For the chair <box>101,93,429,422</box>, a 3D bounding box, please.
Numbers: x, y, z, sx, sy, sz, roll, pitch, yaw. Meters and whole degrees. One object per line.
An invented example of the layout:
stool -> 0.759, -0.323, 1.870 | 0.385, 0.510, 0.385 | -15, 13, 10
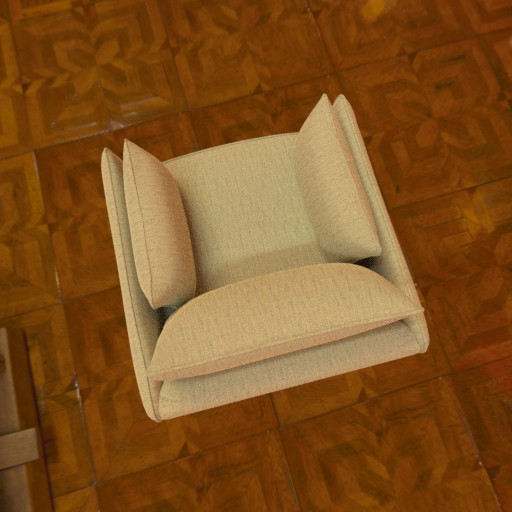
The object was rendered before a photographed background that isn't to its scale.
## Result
chair -> 0.000, 0.000, 1.711 | 0.994, 0.855, 0.991 | -14, 76, -3
